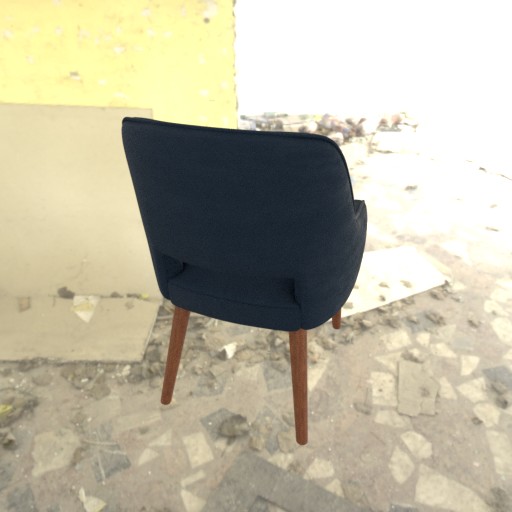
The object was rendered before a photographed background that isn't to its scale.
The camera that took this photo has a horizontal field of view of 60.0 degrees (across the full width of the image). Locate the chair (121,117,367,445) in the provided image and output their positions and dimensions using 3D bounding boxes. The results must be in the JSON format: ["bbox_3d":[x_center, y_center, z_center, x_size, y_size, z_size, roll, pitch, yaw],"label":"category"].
[{"bbox_3d":[0.000,0.000,1.222,0.559,0.844,0.591,10,33,16],"label":"chair"}]
